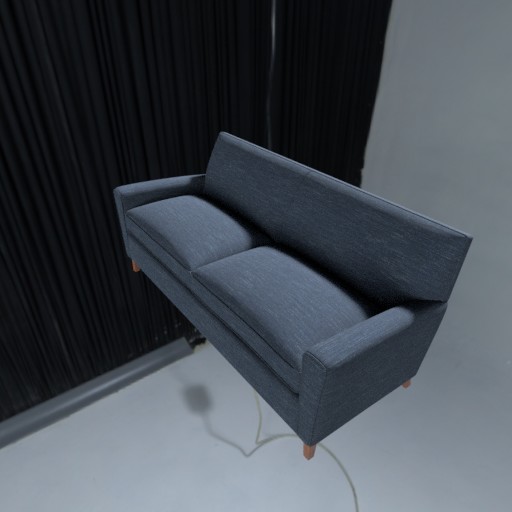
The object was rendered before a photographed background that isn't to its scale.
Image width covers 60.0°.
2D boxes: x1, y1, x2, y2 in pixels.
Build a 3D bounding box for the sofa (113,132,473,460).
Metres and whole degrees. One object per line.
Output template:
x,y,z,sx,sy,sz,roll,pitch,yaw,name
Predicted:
0.000,0.000,2.501,0.875,0.846,1.976,-21,37,-30,sofa
